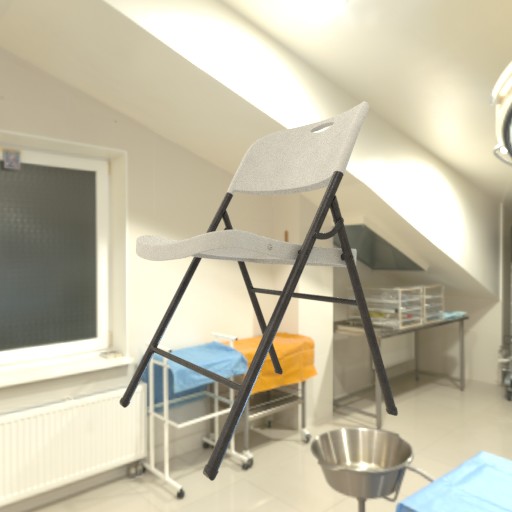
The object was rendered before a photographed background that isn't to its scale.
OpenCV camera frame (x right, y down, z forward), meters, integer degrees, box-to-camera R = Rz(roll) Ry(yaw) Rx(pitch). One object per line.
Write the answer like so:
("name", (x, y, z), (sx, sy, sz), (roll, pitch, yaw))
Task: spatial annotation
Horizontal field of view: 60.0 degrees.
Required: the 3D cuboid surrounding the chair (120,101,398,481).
("chair", (0.000, 0.000, 1.161), (0.566, 0.810, 0.494), (-1, 1, -36))
